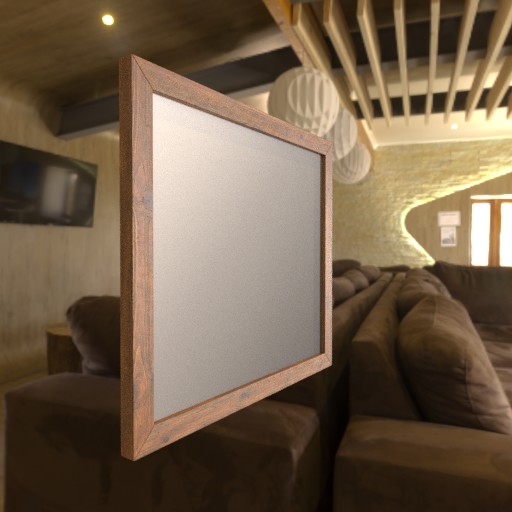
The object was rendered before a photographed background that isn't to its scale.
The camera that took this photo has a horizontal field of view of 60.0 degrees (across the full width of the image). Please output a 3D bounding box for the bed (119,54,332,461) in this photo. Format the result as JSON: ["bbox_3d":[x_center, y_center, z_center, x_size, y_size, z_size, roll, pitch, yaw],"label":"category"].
[{"bbox_3d":[0.000,0.000,1.462,0.046,0.942,1.046,1,1,35],"label":"bed"}]
